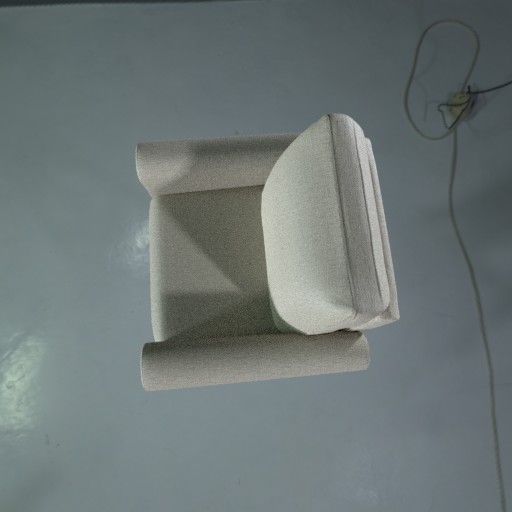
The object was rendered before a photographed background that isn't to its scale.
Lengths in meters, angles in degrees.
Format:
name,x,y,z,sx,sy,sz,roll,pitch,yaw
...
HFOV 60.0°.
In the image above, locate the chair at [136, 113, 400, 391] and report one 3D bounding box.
name,x,y,z,sx,sy,sz,roll,pitch,yaw
chair,0.000,0.000,2.363,1.180,1.349,1.275,-5,76,-1
